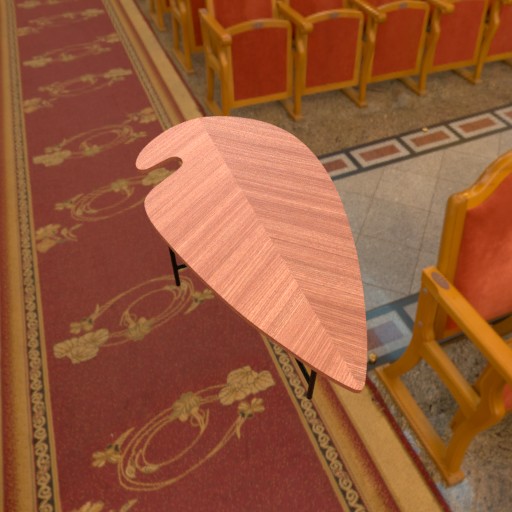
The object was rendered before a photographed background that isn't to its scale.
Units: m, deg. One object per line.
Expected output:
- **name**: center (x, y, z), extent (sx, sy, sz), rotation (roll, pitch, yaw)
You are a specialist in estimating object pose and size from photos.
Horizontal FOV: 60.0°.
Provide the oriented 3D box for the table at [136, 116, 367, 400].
- **table**: center (0.000, 0.000, 1.435), extent (0.598, 0.360, 1.199), rotation (-16, 48, -15)
